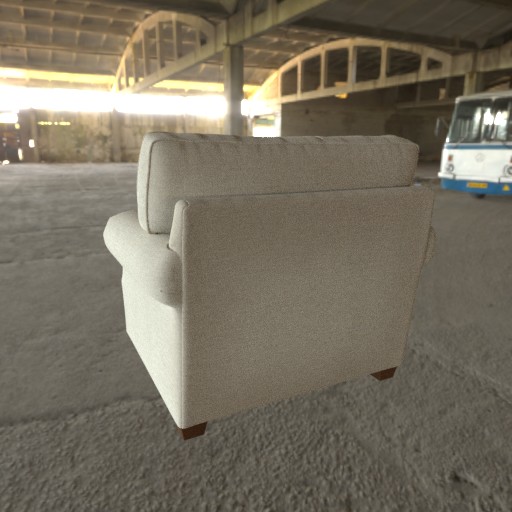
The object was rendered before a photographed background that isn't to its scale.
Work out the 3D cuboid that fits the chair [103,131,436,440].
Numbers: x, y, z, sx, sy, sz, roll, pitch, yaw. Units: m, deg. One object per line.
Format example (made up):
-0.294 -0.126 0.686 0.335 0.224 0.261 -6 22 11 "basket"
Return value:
0.000 0.000 1.814 1.092 0.961 0.965 -7 16 -26 "chair"
